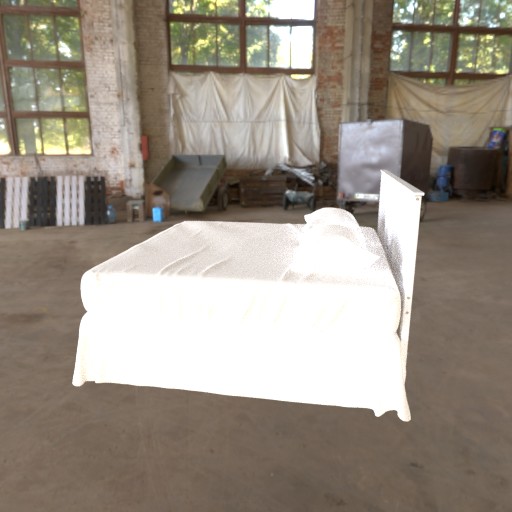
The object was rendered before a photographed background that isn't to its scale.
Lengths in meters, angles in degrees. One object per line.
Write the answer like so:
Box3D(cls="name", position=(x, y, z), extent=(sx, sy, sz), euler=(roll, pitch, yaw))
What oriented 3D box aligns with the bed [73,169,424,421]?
Box3D(cls="bed", position=(0.000, 0.000, 3.581), extent=(2.215, 1.273, 2.317), euler=(3, 15, 10))
